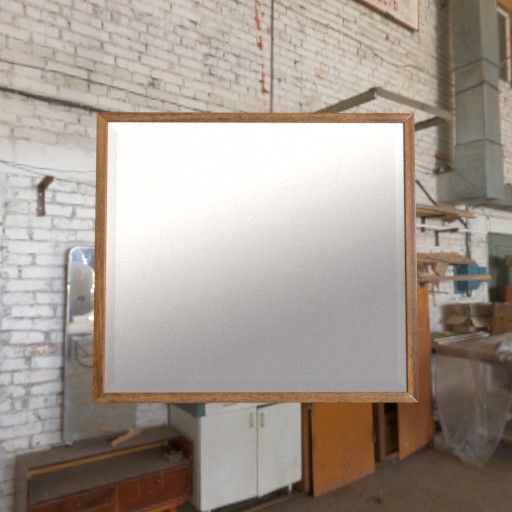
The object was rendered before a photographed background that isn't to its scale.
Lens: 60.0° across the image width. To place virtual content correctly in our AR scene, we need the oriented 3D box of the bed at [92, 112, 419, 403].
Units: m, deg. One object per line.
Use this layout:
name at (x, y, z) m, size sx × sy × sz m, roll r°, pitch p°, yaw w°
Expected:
bed at (0.000, 0.000, 1.455) m, size 1.041 × 0.940 × 0.043 m, roll 0°, pitch -2°, yaw 0°
